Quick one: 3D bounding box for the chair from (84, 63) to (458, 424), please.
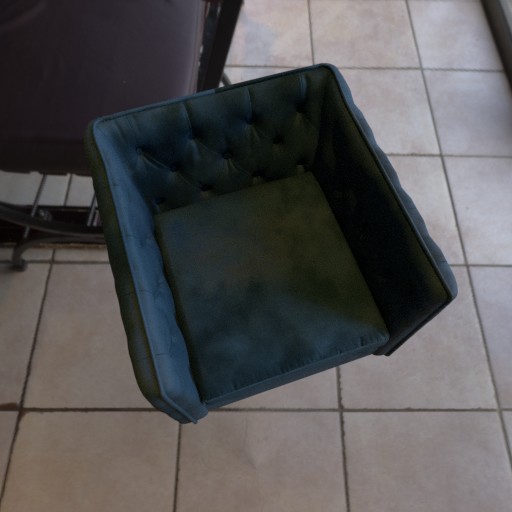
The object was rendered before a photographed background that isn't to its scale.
[{"bbox_3d":[0.000,0.000,1.547,0.868,0.771,0.877,-17,66,-8],"label":"chair"}]
